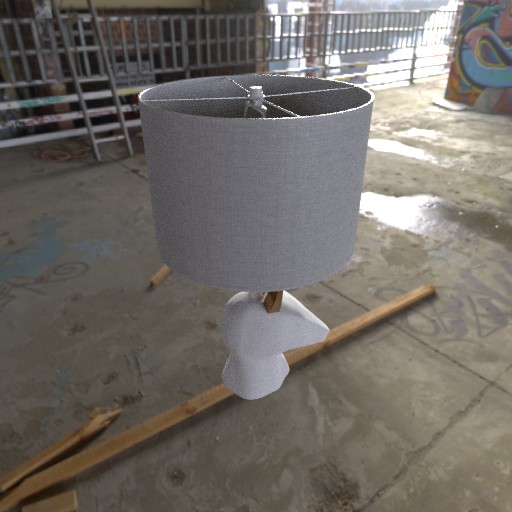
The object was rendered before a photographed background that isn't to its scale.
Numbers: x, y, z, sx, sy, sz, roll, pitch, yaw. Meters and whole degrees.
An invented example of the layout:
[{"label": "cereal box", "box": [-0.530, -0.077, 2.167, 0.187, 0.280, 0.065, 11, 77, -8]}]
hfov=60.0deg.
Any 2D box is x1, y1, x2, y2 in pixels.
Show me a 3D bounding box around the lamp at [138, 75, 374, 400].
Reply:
[{"label": "lamp", "box": [0.000, 0.000, 0.698, 0.298, 0.503, 0.298, -10, 32, -16]}]
